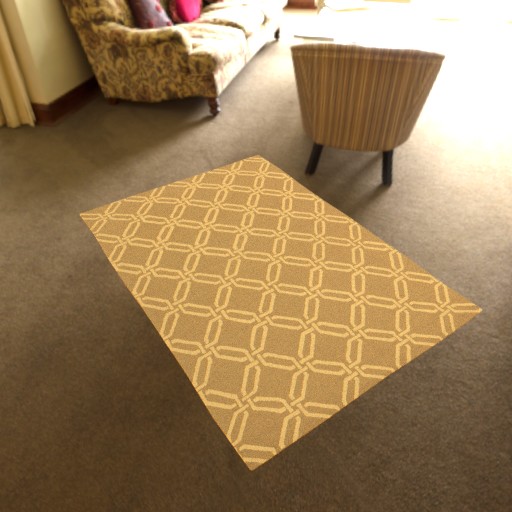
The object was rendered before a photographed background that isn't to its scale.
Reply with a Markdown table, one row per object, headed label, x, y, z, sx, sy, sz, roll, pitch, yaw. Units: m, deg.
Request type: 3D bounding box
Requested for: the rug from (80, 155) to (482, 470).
| label | x | y | z | sx | sy | sz | roll | pitch | yaw |
| --- | --- | --- | --- | --- | --- | --- | --- | --- | --- |
| rug | 0.000 | 0.000 | 2.731 | 1.524 | 0.013 | 2.135 | -24 | 46 | -25 |
